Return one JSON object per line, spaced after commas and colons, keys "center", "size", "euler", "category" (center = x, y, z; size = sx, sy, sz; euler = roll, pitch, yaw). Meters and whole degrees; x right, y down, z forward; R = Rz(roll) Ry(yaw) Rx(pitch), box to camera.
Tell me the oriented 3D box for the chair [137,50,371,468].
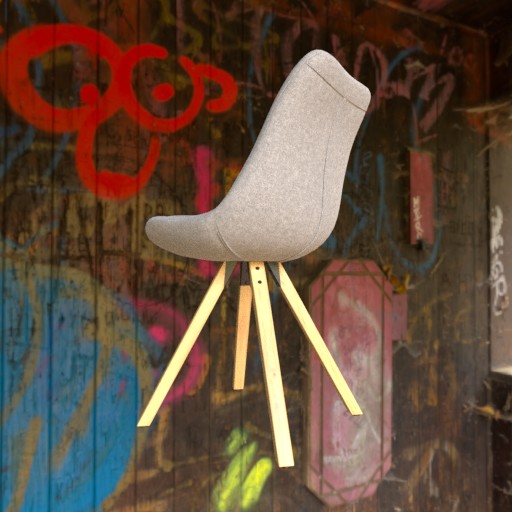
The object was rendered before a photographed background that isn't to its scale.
{"center": [0.000, 0.000, 1.180], "size": [0.550, 0.865, 0.483], "euler": [-1, -1, 35], "category": "chair"}
